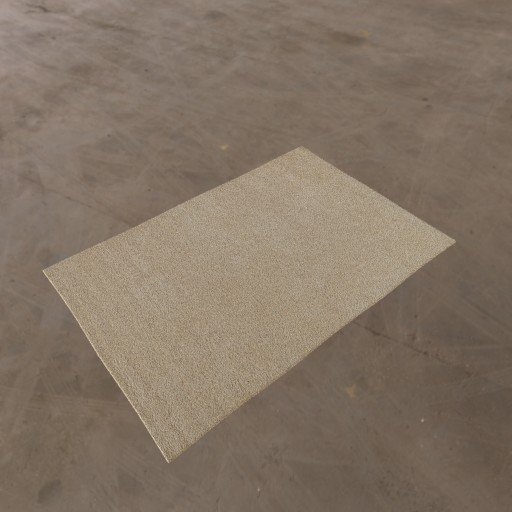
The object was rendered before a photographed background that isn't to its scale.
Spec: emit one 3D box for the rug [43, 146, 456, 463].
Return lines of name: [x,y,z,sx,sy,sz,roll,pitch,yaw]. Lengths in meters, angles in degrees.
rug: [0.000,0.000,3.470,2.699,0.025,1.800,-31,54,-26]
